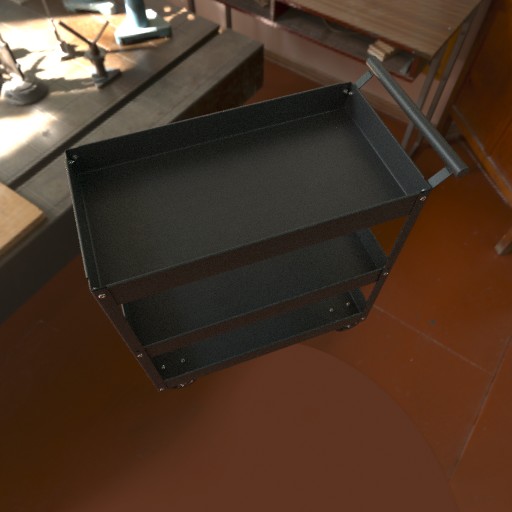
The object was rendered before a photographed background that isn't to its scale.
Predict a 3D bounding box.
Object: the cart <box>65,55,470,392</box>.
[{"bbox_3d":[0.000,0.000,1.177,0.719,0.780,0.366,-17,59,-10],"label":"cart"}]
